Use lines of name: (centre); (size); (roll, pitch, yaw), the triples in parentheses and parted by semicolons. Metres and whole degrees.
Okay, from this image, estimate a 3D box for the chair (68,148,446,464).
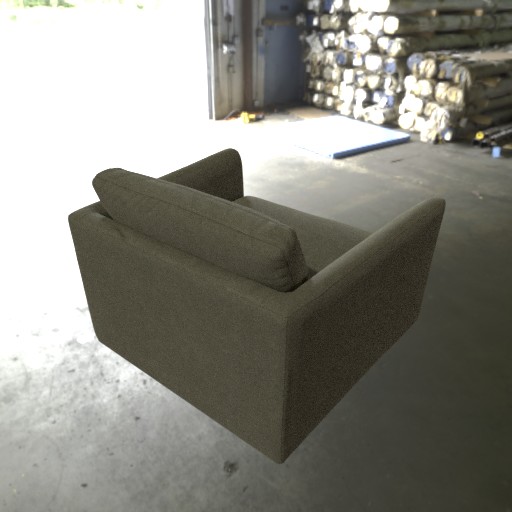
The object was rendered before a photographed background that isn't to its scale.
chair: (0.000, 0.000, 1.906); (1.190, 0.845, 1.091); (21, 36, 32)
